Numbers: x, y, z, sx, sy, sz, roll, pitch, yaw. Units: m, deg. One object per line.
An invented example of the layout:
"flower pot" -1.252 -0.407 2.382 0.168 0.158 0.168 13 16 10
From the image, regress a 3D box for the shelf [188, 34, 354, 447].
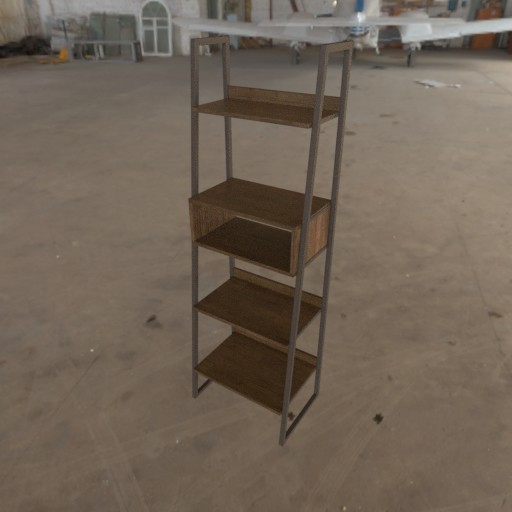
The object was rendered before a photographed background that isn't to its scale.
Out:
"shelf" 0.000 0.000 2.278 0.652 2.005 0.454 18 34 29
